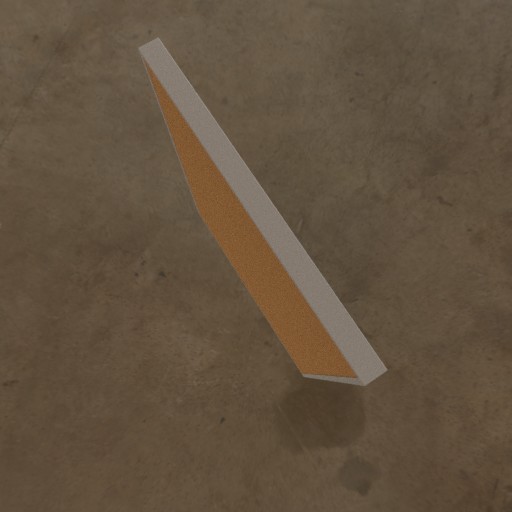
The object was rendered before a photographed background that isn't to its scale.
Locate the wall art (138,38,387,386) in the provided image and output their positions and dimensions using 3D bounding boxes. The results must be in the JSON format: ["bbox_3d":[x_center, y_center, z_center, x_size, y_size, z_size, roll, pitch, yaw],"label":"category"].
[{"bbox_3d":[0.000,0.000,1.013,0.055,0.763,0.611,-32,78,-8],"label":"wall art"}]
